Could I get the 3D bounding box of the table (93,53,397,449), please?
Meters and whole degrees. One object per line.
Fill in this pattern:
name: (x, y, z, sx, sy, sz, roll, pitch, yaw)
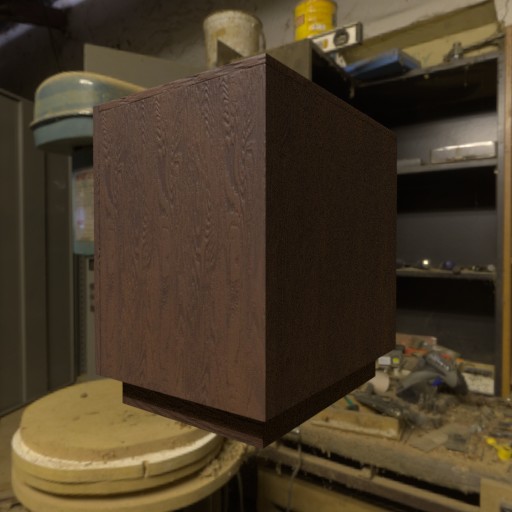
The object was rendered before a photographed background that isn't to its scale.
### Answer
table: (0.000, 0.000, 0.979, 0.439, 0.585, 0.560, 1, 2, 36)
